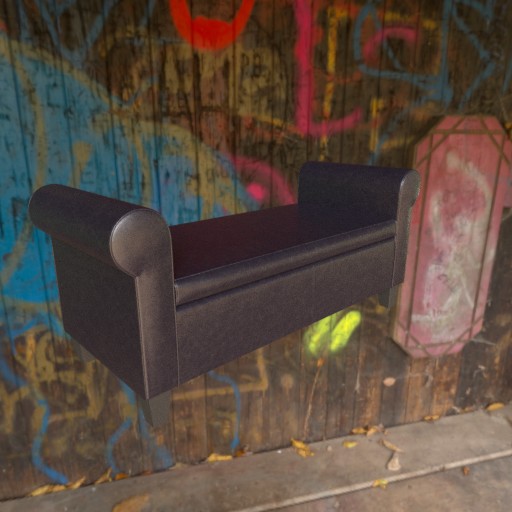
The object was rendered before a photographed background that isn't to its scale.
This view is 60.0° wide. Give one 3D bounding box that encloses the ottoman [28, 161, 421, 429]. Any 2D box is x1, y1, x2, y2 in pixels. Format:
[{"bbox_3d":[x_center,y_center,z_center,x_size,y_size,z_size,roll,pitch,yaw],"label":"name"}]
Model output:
[{"bbox_3d":[0.000,0.000,1.517,1.256,0.547,0.521,-15,23,-41],"label":"ottoman"}]
